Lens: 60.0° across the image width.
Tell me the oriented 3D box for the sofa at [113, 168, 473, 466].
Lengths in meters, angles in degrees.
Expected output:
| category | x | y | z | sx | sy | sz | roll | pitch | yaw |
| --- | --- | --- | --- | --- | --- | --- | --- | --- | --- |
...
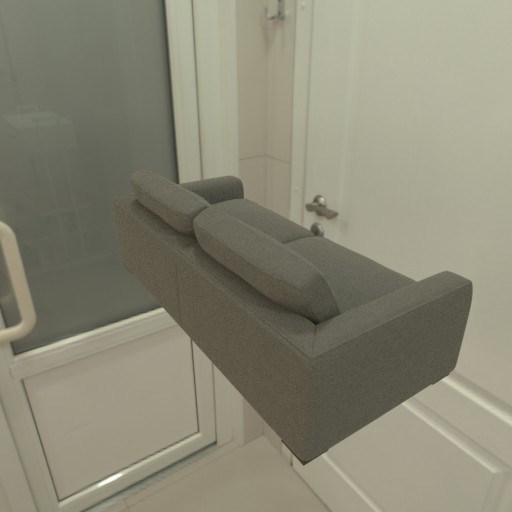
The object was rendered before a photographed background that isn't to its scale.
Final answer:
| category | x | y | z | sx | sy | sz | roll | pitch | yaw |
| --- | --- | --- | --- | --- | --- | --- | --- | --- | --- |
| sofa | 0.000 | 0.000 | 2.746 | 1.070 | 0.801 | 2.262 | -17 | 31 | -30 |
